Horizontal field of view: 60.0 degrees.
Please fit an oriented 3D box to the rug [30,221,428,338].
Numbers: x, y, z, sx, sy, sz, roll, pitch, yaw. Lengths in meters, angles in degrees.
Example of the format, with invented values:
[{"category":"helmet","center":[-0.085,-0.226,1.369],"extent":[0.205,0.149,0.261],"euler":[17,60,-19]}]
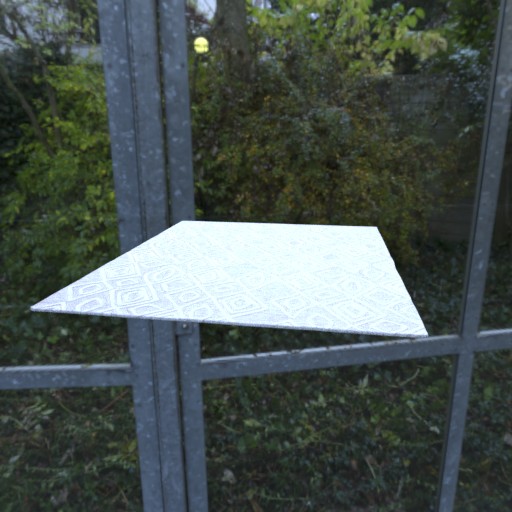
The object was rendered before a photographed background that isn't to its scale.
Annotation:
[{"category":"rug","center":[0.000,0.000,4.080],"extent":[2.449,0.025,3.049],"euler":[3,15,9]}]
